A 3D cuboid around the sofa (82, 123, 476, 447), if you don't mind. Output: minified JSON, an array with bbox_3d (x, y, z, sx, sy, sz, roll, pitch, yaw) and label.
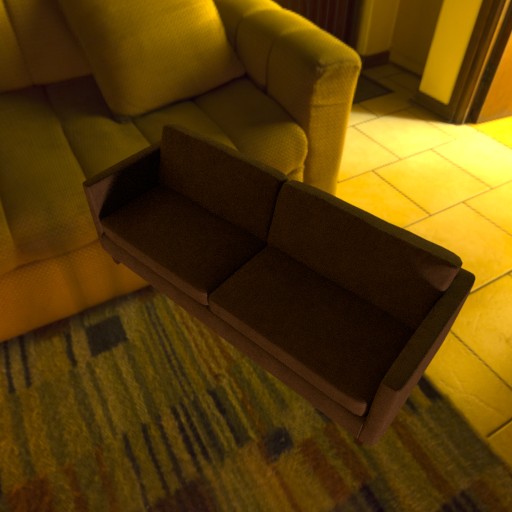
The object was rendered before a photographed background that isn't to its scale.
[{"bbox_3d":[0.000,0.000,2.931,2.434,0.965,0.951,31,53,27],"label":"sofa"}]
